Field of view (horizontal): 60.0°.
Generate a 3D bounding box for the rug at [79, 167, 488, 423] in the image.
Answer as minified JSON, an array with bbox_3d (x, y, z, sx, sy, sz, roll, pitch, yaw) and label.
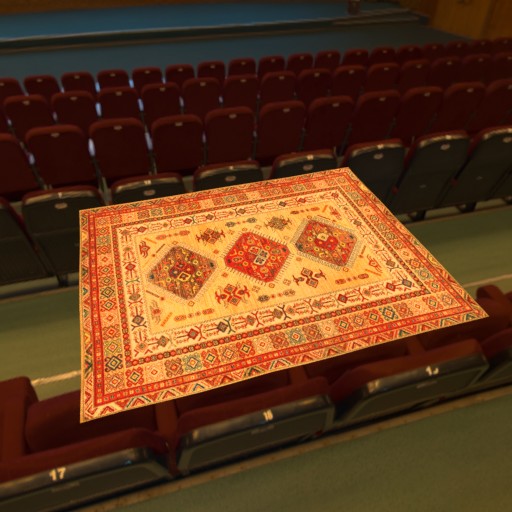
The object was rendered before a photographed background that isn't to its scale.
[{"bbox_3d":[0.000,0.000,4.024,3.067,0.005,2.460,-11,42,-13],"label":"rug"}]
